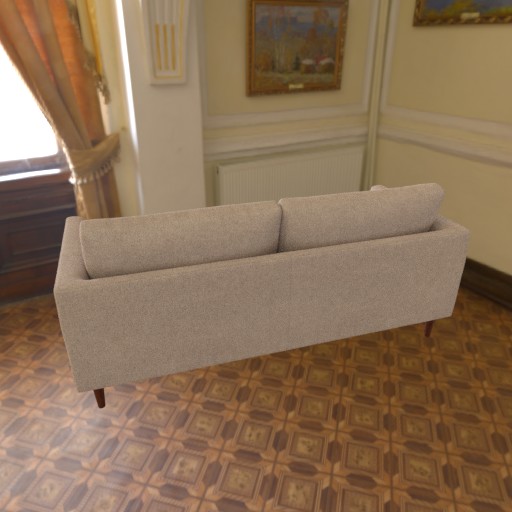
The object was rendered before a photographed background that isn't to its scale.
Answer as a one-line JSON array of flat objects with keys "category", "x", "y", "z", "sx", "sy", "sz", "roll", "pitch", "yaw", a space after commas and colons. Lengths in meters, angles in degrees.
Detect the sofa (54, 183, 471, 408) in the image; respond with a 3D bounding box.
[{"category": "sofa", "x": 0.000, "y": 0.000, "z": 2.455, "sx": 1.948, "sy": 0.868, "sz": 1.020, "roll": -8, "pitch": 27, "yaw": -16}]
